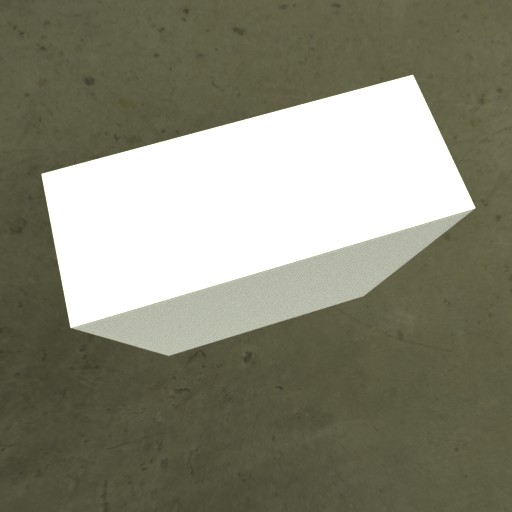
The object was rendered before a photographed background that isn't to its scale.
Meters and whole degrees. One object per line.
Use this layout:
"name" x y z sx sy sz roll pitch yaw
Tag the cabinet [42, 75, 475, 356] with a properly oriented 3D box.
"cabinet" 0.000 0.000 1.668 1.000 1.190 0.400 -16 75 -5
